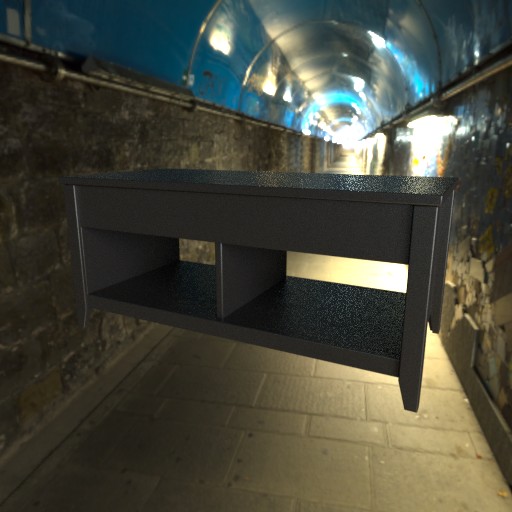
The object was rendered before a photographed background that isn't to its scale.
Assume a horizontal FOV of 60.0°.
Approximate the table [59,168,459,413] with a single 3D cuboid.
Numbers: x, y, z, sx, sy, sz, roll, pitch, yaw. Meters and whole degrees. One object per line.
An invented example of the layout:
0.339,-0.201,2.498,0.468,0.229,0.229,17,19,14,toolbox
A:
0.000,0.000,1.300,1.016,0.457,0.483,7,16,26,table
